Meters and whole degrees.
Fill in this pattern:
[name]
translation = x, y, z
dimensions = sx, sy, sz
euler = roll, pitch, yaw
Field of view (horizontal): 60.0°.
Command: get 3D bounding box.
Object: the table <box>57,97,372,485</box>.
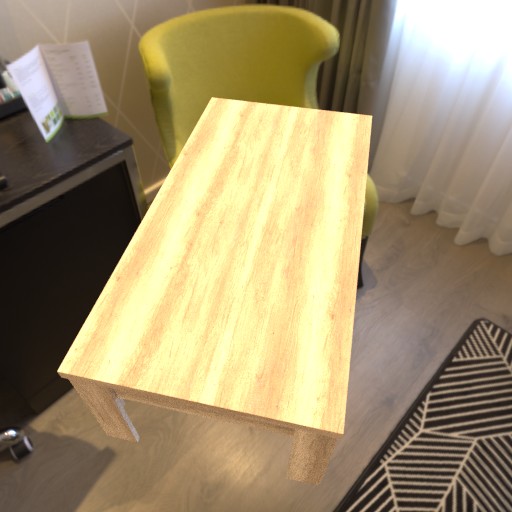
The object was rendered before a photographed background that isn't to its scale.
[table]
translation = 0.000, 0.000, 1.647
dimensions = 0.700, 0.460, 1.350
euler = 9, 49, 8
